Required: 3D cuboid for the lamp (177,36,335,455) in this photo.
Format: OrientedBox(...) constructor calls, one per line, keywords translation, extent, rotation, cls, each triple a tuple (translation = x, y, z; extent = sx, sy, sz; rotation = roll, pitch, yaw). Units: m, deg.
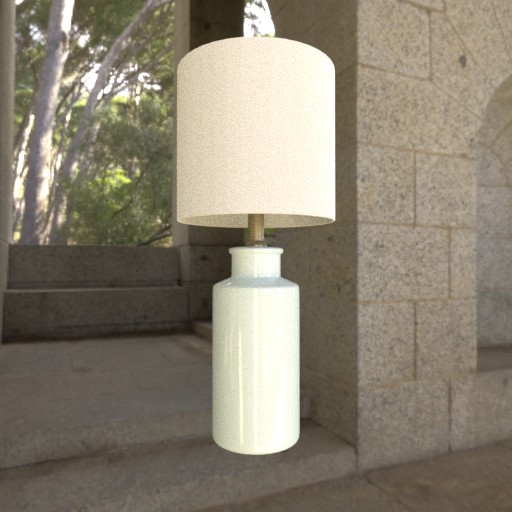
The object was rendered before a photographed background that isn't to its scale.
OrientedBox(translation=(0.000, 0.000, 0.602), extent=(0.212, 0.493, 0.212), rotation=(-1, -1, 36), cls="lamp")
